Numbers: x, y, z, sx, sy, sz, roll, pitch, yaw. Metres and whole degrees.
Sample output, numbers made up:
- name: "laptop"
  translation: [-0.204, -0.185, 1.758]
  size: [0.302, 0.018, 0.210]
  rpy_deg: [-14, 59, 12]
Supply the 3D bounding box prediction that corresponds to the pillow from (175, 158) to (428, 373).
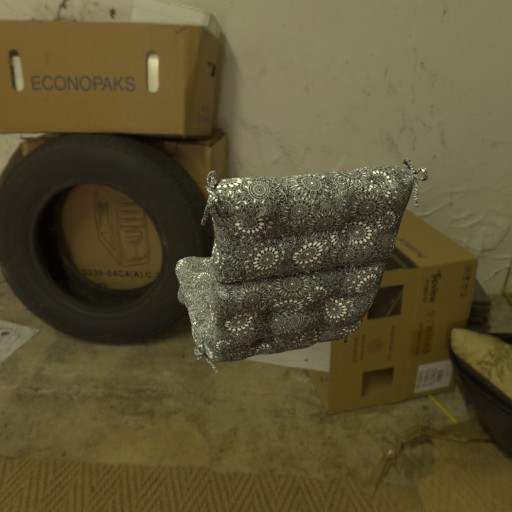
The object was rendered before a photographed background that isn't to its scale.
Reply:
- name: "pillow"
  translation: [0.000, 0.000, 1.530]
  size: [0.526, 0.863, 1.016]
  rpy_deg: [-8, 27, -15]
